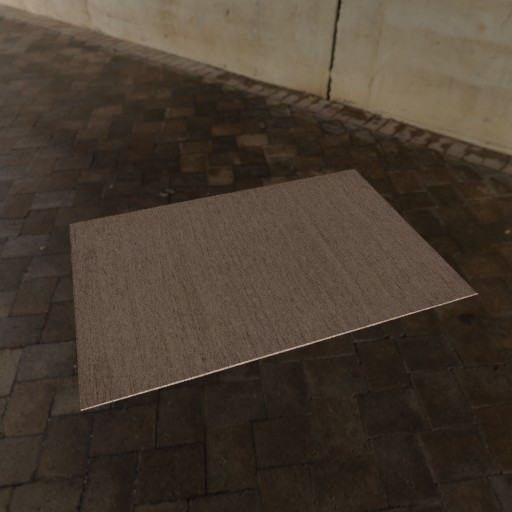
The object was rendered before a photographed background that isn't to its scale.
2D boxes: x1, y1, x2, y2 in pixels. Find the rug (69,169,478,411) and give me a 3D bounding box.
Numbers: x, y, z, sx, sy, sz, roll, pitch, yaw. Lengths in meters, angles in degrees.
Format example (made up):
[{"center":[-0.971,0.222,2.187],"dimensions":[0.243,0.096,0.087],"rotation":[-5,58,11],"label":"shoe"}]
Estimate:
[{"center":[0.000,0.000,2.343],"dimensions":[1.840,0.013,1.225],"rotation":[-13,44,-14],"label":"rug"}]
